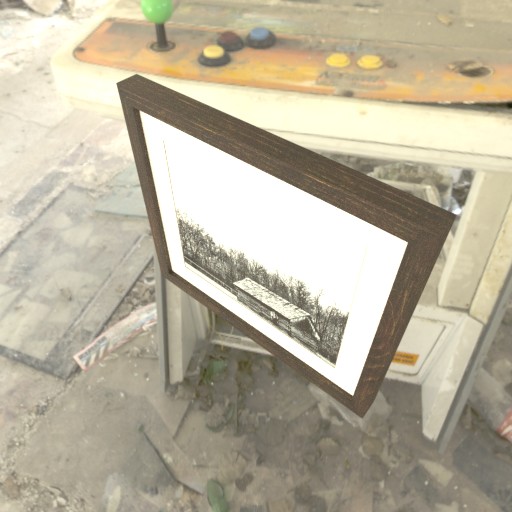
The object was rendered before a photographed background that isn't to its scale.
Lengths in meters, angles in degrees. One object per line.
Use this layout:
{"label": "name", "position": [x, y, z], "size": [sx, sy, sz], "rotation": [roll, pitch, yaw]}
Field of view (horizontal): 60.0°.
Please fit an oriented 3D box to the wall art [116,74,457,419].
{"label": "wall art", "position": [0.000, 0.000, 0.541], "size": [0.381, 0.330, 0.031], "rotation": [31, 54, 26]}
